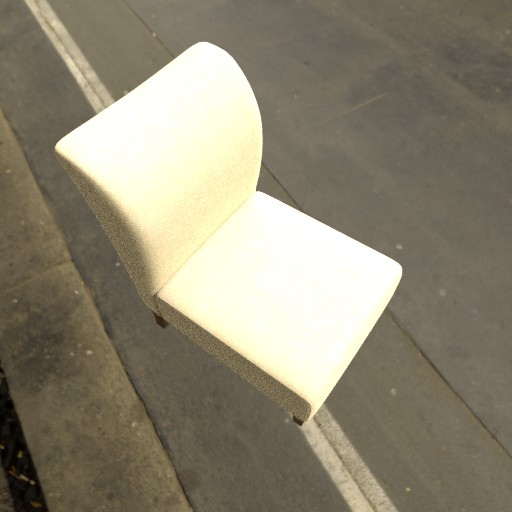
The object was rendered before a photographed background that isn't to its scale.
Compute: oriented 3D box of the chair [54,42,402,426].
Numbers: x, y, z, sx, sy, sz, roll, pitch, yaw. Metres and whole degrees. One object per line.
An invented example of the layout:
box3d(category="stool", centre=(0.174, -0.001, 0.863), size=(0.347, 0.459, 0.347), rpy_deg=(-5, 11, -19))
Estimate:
box3d(category="chair", centre=(0.000, 0.000, 1.294), size=(0.754, 0.833, 0.521), rpy_deg=(32, 63, 19))
